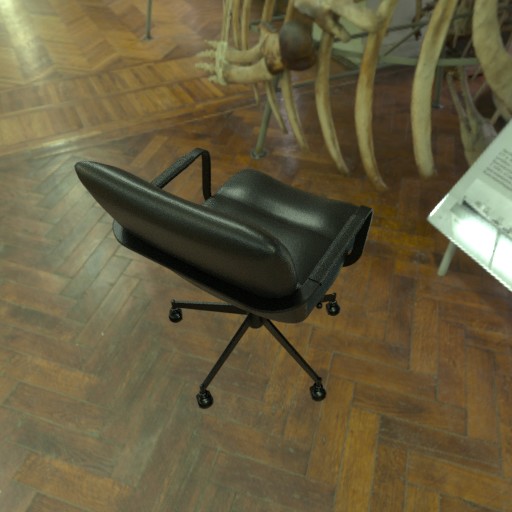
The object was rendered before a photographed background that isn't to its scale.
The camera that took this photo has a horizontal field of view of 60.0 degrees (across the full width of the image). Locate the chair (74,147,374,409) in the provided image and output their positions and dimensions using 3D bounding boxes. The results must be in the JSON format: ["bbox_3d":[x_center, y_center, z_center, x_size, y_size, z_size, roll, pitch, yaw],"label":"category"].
[{"bbox_3d":[0.000,0.000,1.479,0.719,0.922,0.748,24,49,22],"label":"chair"}]
